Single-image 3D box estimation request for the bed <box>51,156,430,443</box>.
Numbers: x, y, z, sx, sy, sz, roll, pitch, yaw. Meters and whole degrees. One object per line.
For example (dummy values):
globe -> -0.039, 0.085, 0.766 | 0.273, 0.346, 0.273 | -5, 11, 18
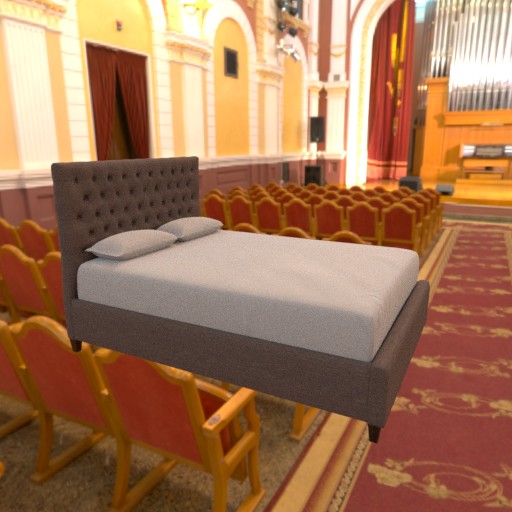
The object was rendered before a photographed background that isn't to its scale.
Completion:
bed -> 0.000, 0.000, 3.412 | 2.387, 1.427, 1.698 | 7, 16, 27
